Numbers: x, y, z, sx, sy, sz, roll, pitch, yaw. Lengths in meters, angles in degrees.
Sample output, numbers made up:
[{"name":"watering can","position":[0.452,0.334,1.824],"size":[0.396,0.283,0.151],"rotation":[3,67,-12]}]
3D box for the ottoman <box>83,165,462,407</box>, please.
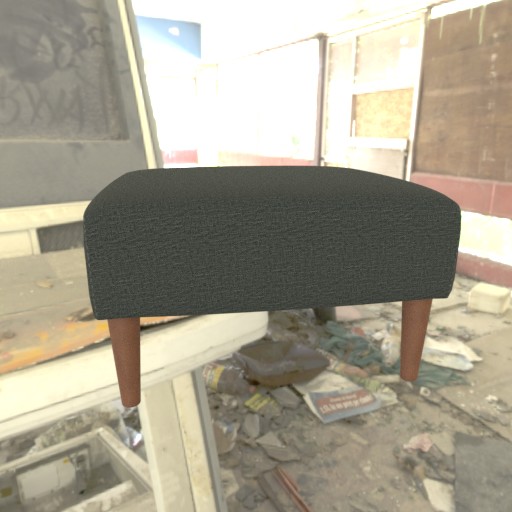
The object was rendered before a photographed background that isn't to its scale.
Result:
[{"name":"ottoman","position":[0.000,0.000,1.057],"size":[0.650,0.398,0.649],"rotation":[-3,16,-9]}]
